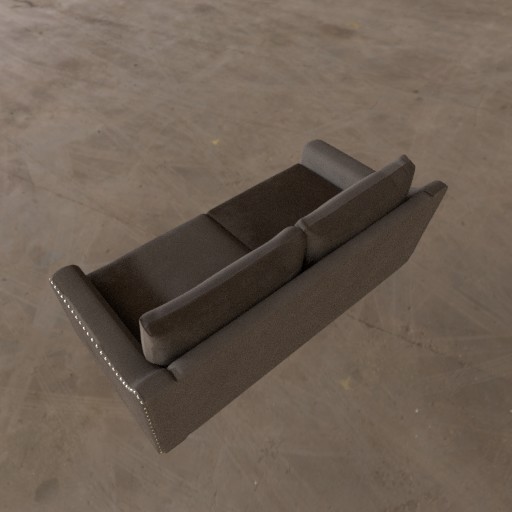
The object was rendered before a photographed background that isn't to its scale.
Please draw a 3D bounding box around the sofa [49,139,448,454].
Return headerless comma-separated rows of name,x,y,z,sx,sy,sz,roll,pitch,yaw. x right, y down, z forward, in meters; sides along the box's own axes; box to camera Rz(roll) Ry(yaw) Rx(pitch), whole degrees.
sofa,0.000,0.000,3.270,2.550,1.196,1.336,-32,55,-26
